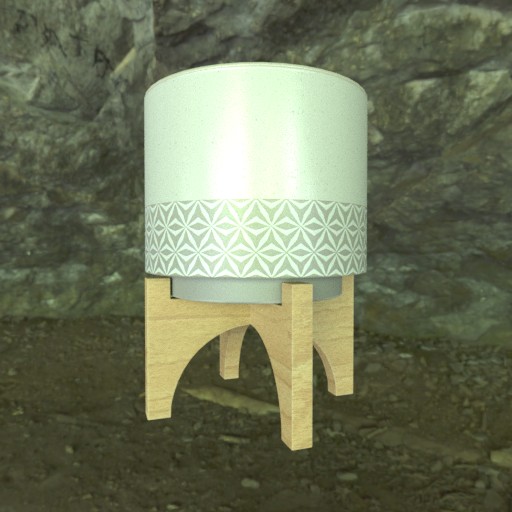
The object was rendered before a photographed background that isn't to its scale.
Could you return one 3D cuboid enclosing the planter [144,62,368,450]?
[{"bbox_3d":[0.000,0.000,0.388,0.188,0.260,0.188,0,1,0],"label":"planter"}]
